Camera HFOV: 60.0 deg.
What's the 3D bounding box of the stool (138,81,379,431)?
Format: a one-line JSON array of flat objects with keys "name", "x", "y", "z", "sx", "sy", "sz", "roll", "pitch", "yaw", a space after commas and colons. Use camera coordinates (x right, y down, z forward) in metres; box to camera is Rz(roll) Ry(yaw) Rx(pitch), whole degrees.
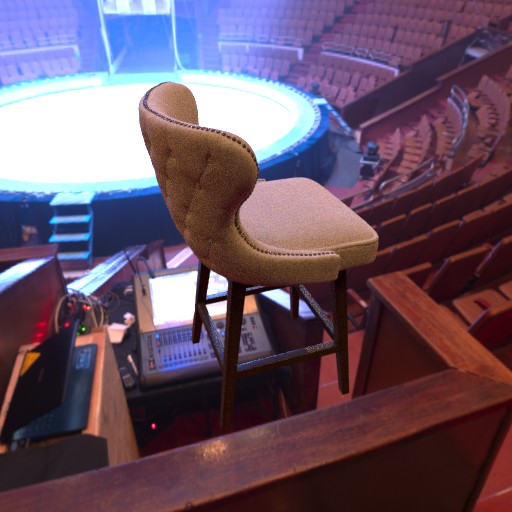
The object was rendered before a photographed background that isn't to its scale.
[{"name": "stool", "x": 0.000, "y": 0.000, "z": 1.389, "sx": 0.597, "sy": 0.972, "sz": 0.615, "roll": -11, "pitch": 34, "yaw": -17}]
